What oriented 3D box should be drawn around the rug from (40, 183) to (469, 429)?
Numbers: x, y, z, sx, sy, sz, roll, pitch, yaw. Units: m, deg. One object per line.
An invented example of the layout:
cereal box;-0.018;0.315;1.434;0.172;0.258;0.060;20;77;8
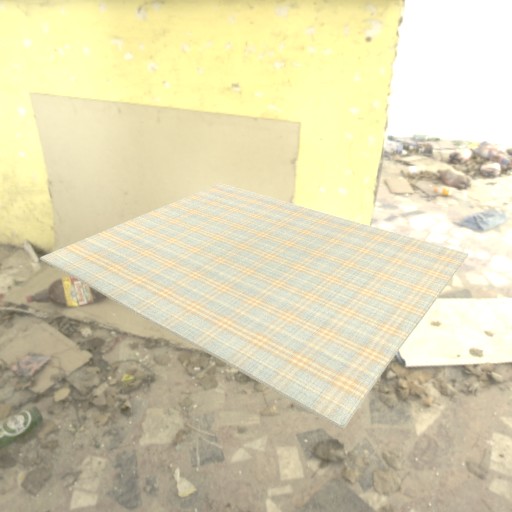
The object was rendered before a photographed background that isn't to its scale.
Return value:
rug;0.000;0.000;4.043;3.066;0.030;2.462;21;35;32
